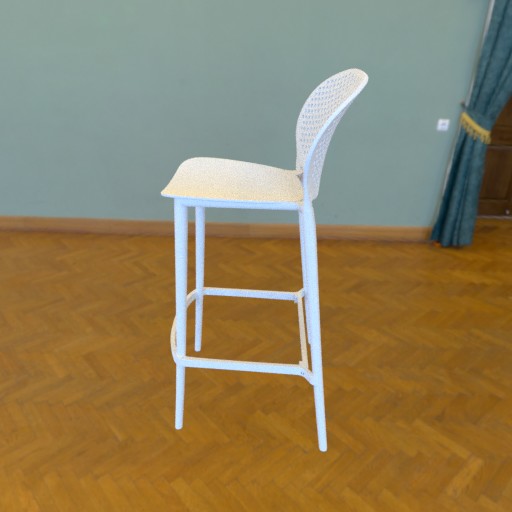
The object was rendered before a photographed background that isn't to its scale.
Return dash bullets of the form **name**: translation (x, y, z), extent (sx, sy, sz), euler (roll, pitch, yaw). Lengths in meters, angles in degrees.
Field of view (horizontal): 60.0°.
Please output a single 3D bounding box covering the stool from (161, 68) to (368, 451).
- **stool**: translation (0.000, 0.000, 1.345), extent (0.535, 1.045, 0.536), euler (1, 27, 2)
